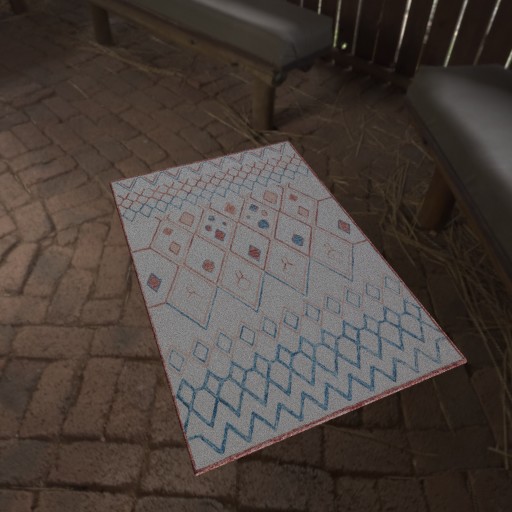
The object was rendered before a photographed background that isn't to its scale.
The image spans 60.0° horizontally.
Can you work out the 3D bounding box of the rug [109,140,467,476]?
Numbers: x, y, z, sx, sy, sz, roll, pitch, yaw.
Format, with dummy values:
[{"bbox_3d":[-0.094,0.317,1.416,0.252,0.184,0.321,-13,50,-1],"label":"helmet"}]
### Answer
[{"bbox_3d":[0.000,0.000,2.323,1.219,0.016,1.829,-17,50,-15],"label":"rug"}]
